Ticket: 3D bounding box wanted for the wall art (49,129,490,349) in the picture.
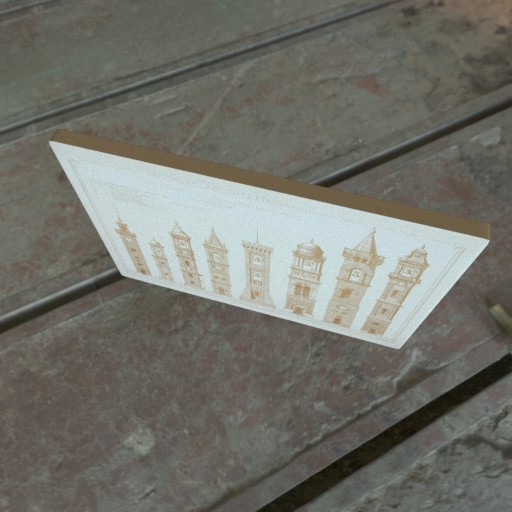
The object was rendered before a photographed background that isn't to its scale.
[{"bbox_3d":[0.000,0.000,0.480,0.380,0.254,0.019,14,60,8],"label":"wall art"}]
